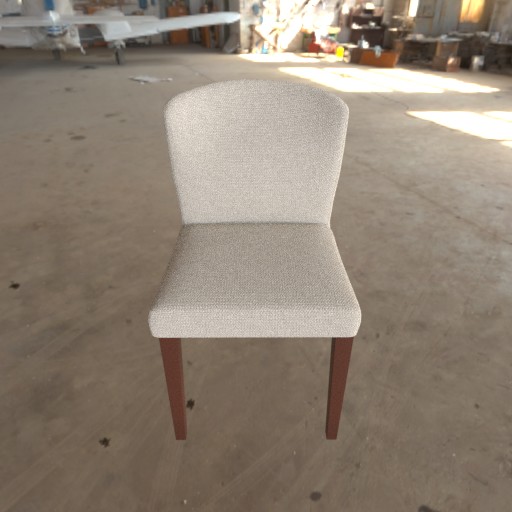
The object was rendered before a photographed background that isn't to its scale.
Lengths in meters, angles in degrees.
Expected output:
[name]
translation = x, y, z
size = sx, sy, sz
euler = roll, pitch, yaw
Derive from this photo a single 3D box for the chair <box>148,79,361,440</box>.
[chair]
translation = 0.000, 0.000, 1.222
size = 0.491, 0.839, 0.589
euler = 0, 30, 0
